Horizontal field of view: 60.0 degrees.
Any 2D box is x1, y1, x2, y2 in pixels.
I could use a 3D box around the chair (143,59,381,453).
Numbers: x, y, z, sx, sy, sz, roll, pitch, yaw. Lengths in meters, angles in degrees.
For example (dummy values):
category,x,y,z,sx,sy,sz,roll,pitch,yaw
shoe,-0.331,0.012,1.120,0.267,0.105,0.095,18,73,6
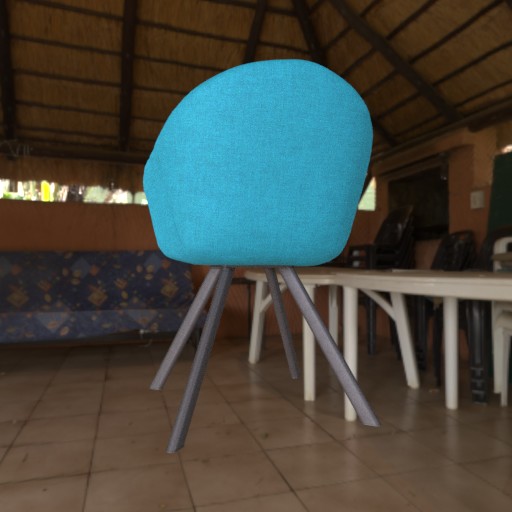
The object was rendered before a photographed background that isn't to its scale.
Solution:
category,x,y,z,sx,sy,sz,roll,pitch,yaw
chair,0.000,0.000,1.131,0.545,0.775,0.565,0,-1,-18
